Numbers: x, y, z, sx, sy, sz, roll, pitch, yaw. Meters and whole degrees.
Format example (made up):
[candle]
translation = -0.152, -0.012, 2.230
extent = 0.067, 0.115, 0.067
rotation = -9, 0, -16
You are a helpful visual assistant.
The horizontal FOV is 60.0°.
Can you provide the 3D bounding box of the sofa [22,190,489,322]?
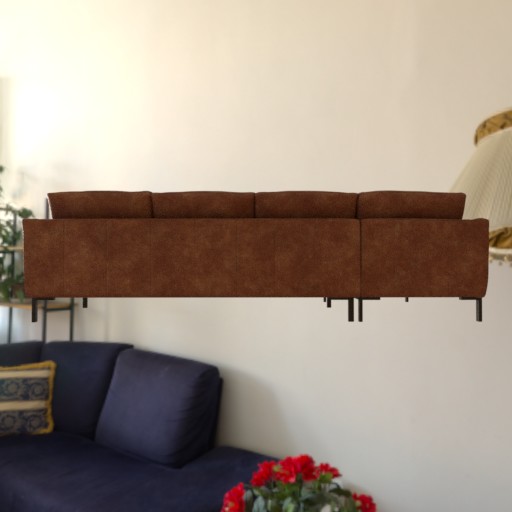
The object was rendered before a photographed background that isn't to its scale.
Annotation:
[sofa]
translation = 0.000, 0.000, 3.540
extent = 2.993, 0.859, 1.471
rotation = 0, -1, -1
